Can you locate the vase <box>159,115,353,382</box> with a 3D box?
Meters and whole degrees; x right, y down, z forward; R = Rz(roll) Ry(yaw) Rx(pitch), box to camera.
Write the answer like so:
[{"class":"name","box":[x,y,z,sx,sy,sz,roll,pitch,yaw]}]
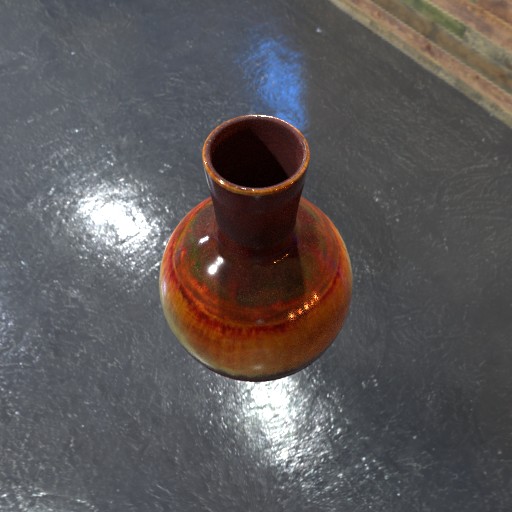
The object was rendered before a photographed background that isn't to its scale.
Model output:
[{"class":"vase","box":[0.000,0.000,0.234,0.111,0.154,0.111,0,59,0]}]
